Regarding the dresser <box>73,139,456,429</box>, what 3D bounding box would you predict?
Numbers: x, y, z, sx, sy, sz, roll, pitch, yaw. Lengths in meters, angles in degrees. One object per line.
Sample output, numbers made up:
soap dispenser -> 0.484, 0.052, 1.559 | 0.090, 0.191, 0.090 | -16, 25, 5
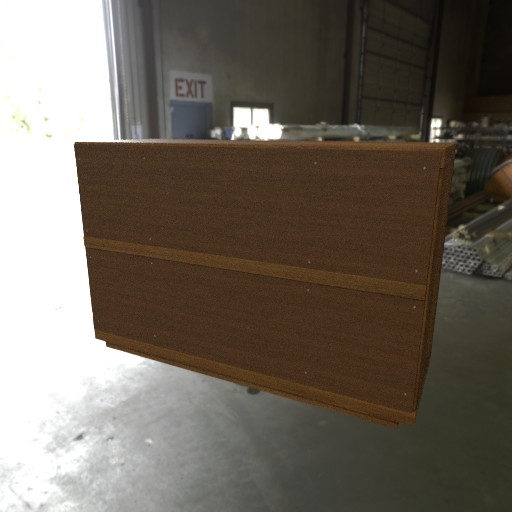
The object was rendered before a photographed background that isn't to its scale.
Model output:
dresser -> 0.000, 0.000, 1.656 | 1.261, 0.825, 0.479 | 8, 18, 25
